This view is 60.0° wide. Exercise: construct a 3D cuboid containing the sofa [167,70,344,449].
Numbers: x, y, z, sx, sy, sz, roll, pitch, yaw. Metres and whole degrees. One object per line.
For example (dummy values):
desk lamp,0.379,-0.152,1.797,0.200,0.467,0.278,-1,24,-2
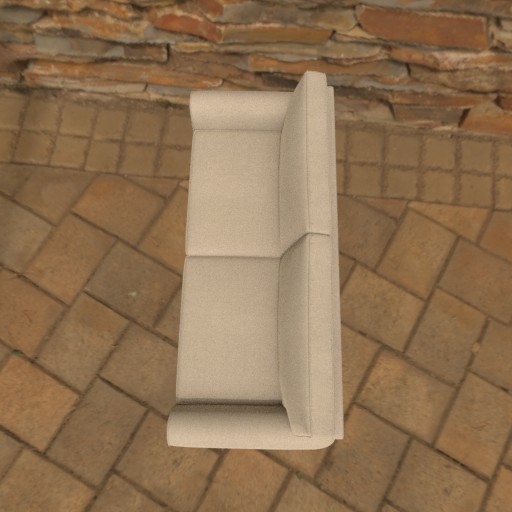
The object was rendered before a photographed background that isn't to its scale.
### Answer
sofa,0.000,0.000,2.695,0.901,0.962,2.146,1,75,0
